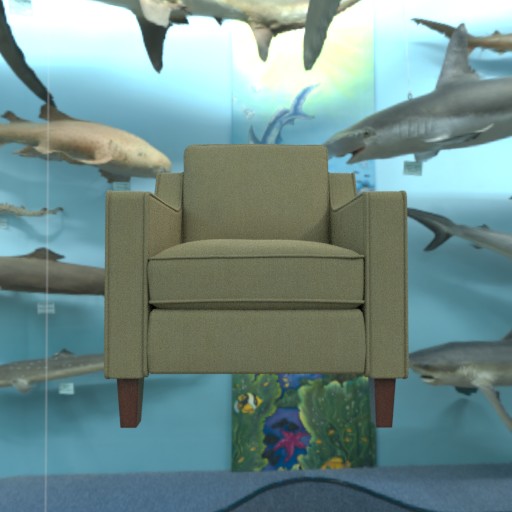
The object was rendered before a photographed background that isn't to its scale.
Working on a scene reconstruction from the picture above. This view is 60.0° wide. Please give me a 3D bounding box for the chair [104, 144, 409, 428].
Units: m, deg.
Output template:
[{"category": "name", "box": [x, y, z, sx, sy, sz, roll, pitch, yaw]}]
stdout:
[{"category": "chair", "box": [0.000, 0.000, 1.637, 0.831, 0.960, 0.909, 0, -1, 0]}]
